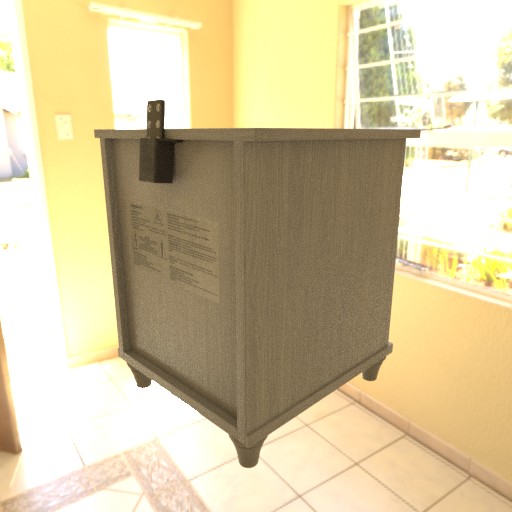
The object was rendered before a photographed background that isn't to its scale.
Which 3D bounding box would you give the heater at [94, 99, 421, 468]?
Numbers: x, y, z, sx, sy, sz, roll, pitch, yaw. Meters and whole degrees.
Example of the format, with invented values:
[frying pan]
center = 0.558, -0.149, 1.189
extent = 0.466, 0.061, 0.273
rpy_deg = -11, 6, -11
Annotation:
[heater]
center = 0.000, 0.000, 0.748
extent = 0.400, 0.481, 0.362
rpy_deg = -15, 21, -43
